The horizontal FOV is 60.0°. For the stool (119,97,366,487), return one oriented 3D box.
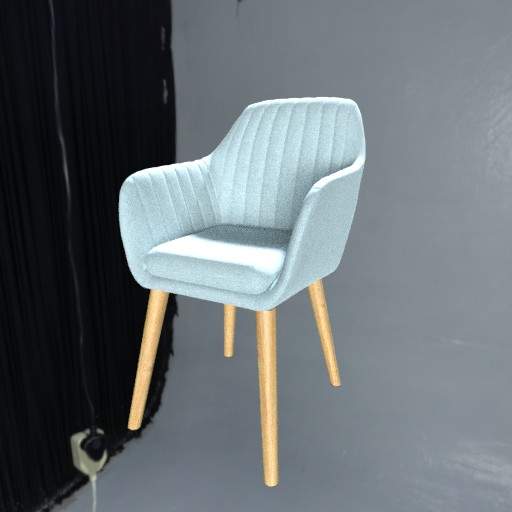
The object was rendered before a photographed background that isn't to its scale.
[{"bbox_3d":[0.000,0.000,1.174,0.503,0.830,0.590,8,17,28],"label":"stool"}]
